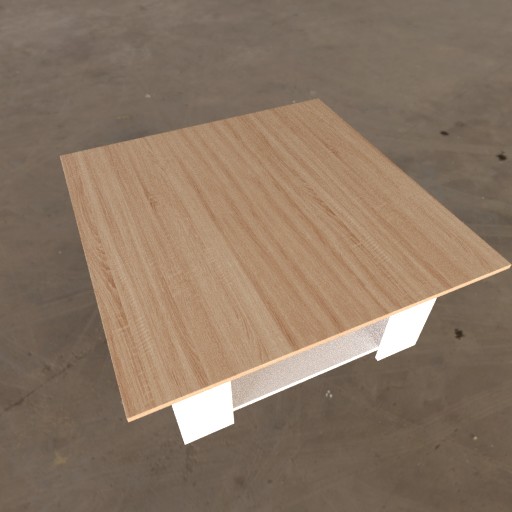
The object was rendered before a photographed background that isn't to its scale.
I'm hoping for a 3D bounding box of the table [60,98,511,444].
[{"bbox_3d":[0.000,0.000,0.993,0.670,0.305,0.670,-18,49,-17],"label":"table"}]
